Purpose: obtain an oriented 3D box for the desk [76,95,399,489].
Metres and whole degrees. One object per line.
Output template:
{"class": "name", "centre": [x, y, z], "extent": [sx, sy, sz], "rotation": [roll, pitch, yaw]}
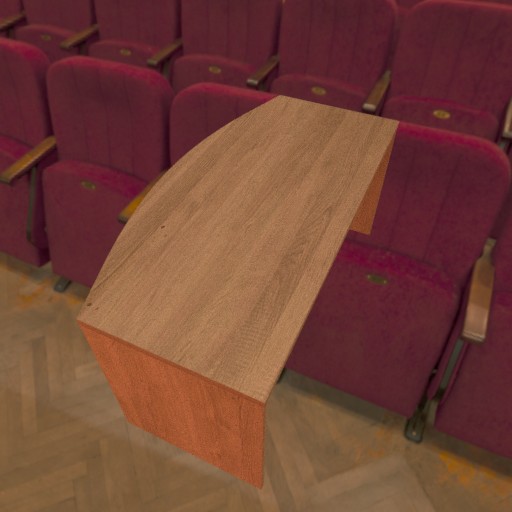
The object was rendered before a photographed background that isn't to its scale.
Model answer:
{"class": "desk", "centre": [0.000, 0.000, 2.062], "extent": [0.802, 0.752, 1.600], "rotation": [19, 49, 17]}
